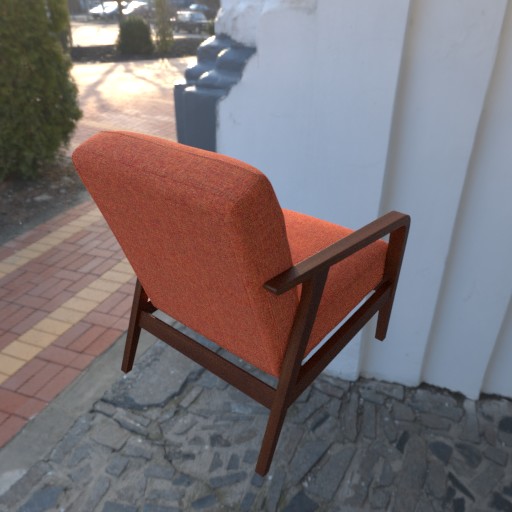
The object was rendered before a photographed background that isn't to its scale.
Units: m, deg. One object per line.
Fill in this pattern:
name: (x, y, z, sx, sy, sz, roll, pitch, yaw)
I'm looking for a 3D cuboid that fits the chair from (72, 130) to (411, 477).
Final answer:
chair: (0.000, 0.000, 1.481, 0.719, 0.890, 0.860, 22, 36, 34)
